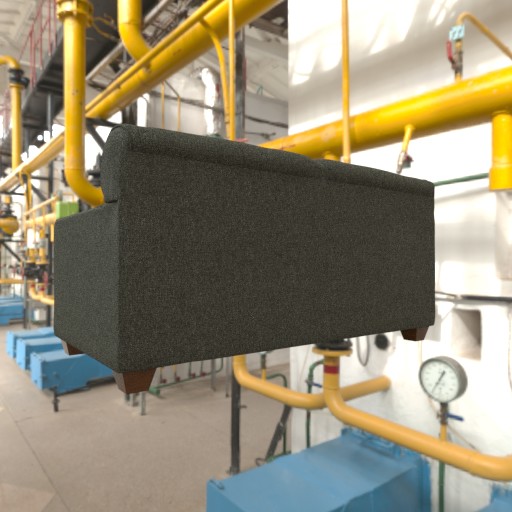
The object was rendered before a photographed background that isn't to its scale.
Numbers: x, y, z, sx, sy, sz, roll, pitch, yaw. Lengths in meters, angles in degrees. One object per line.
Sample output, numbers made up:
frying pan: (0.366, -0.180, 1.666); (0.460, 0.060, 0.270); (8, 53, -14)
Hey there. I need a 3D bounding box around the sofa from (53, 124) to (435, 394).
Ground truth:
sofa: (0.000, 0.000, 2.370); (1.846, 0.958, 0.998); (0, -1, -36)
